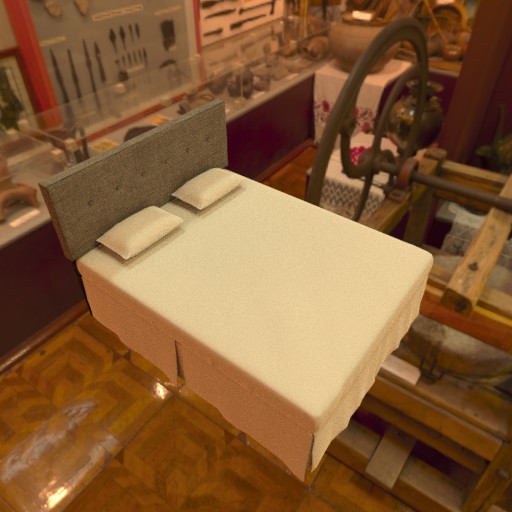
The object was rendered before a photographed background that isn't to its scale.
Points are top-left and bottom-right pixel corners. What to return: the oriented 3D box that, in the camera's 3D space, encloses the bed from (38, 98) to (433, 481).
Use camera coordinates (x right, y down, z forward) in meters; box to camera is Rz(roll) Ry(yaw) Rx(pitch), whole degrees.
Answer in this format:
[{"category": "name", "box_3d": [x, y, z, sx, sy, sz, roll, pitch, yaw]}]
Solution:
[{"category": "bed", "box_3d": [0.000, 0.000, 2.954, 1.958, 1.168, 1.621, 27, 48, 27]}]
